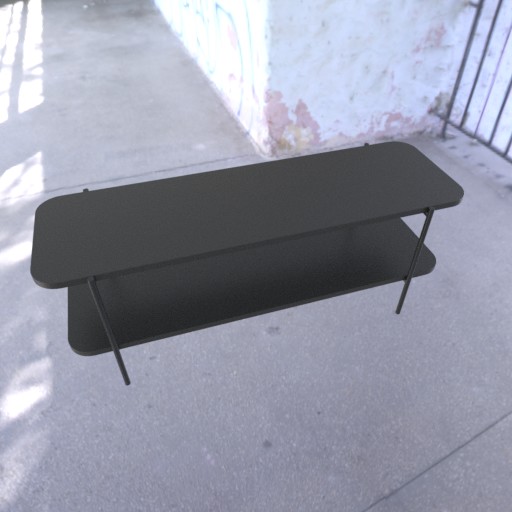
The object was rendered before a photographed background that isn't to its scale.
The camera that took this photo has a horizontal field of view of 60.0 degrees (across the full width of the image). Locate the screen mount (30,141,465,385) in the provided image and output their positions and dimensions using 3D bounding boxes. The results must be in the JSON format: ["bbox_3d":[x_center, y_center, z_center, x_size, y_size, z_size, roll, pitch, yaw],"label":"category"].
[{"bbox_3d":[0.000,0.000,1.419,1.200,0.447,0.400,-12,44,-13],"label":"screen mount"}]
